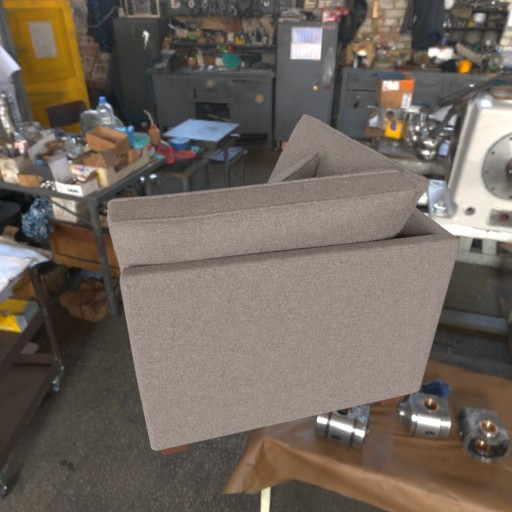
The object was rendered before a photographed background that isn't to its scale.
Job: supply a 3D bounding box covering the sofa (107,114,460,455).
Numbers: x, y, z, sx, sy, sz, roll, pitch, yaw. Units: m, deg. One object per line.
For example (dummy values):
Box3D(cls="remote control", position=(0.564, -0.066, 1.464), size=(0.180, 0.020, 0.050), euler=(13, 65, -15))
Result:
Box3D(cls="sofa", position=(0.000, 0.000, 1.832), size=(1.042, 0.951, 1.050), euler=(-8, 32, -13))
